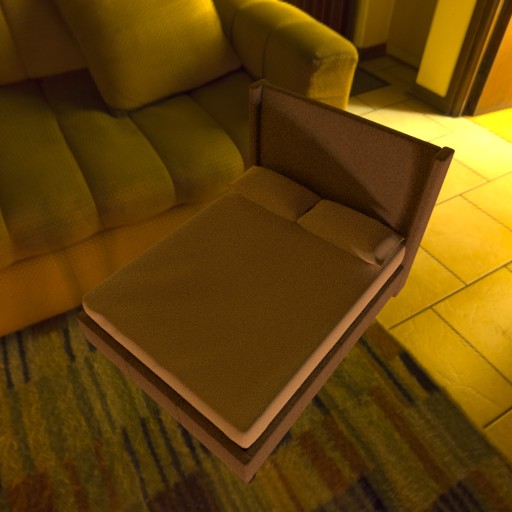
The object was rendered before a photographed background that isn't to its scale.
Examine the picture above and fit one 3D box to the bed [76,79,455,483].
[{"bbox_3d":[0.000,0.000,3.343,1.714,1.481,2.245,31,54,26],"label":"bed"}]
